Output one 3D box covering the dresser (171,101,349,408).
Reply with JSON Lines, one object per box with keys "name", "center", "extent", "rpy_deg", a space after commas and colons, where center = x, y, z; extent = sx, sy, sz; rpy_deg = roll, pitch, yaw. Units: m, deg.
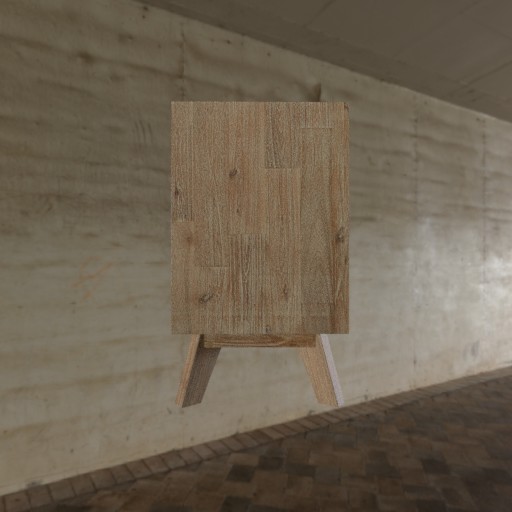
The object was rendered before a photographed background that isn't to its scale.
{"name": "dresser", "center": [0.000, 0.000, 1.930], "extent": [0.455, 0.788, 1.602], "rpy_deg": [0, 0, -1]}
